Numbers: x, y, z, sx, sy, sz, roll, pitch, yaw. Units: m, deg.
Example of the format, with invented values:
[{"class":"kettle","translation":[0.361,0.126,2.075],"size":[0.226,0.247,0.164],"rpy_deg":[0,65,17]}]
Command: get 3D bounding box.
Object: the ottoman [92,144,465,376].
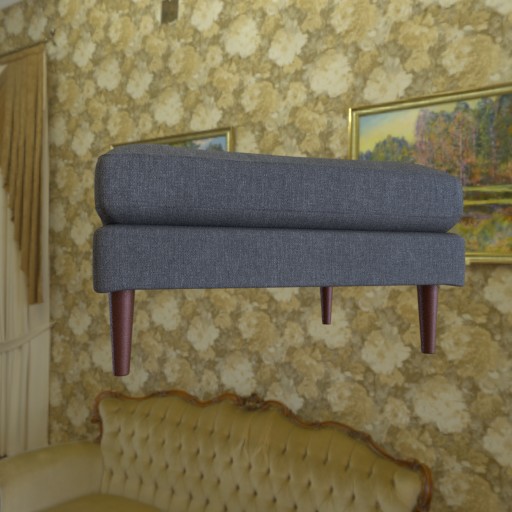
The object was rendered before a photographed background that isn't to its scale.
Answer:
[{"class":"ottoman","translation":[0.000,0.000,1.230],"size":[0.821,0.474,0.693],"rpy_deg":[0,-1,-17]}]
